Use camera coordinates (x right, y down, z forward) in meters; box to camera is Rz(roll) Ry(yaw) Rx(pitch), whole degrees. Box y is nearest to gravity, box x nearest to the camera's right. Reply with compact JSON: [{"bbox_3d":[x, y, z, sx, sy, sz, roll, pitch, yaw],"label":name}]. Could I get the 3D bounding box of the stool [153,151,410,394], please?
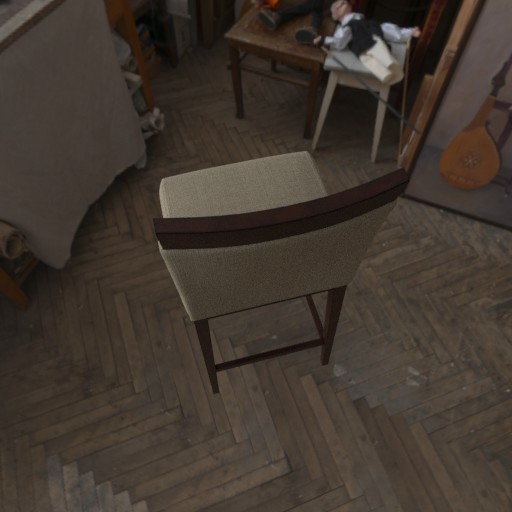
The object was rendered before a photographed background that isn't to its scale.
[{"bbox_3d":[0.000,0.000,1.282,0.463,1.011,0.480,-12,59,-7],"label":"stool"}]
